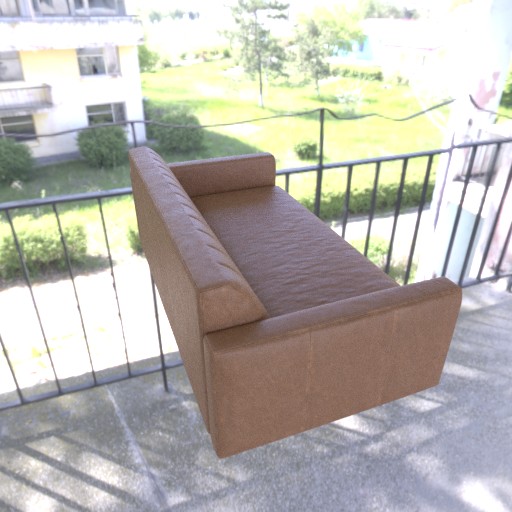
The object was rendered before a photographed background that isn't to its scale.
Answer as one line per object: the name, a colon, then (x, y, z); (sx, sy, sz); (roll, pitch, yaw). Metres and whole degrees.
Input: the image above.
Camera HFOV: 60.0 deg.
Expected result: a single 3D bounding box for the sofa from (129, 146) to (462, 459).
sofa: (0.000, 0.000, 2.303); (0.993, 0.821, 1.847); (-11, 32, -18)
